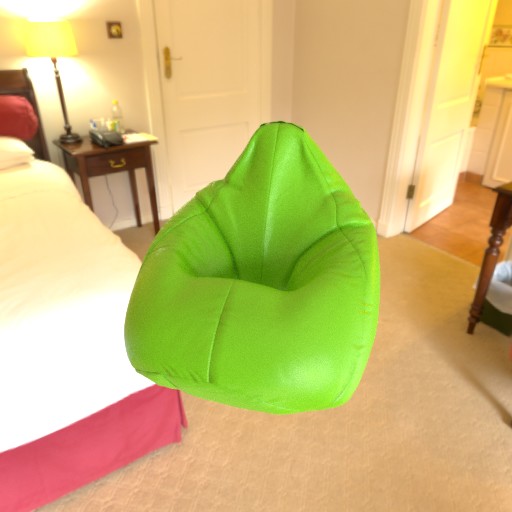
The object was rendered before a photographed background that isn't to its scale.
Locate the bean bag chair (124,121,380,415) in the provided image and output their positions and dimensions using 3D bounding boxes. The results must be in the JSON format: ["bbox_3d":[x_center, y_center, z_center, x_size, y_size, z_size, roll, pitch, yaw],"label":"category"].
[{"bbox_3d":[0.000,0.000,1.895,1.070,0.990,1.070,9,29,16],"label":"bean bag chair"}]
